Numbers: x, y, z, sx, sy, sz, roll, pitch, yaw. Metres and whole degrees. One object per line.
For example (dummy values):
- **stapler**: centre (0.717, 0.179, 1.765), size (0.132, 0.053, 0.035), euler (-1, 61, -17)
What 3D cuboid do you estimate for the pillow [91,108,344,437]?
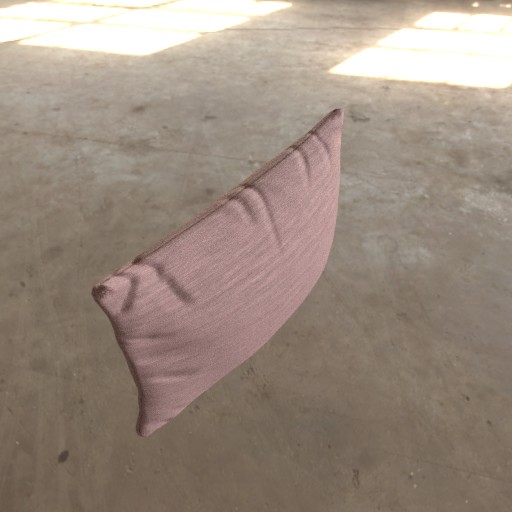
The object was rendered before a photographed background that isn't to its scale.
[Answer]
- **pillow**: centre (0.000, 0.000, 0.800), size (0.210, 0.338, 0.633), euler (24, 46, 25)
